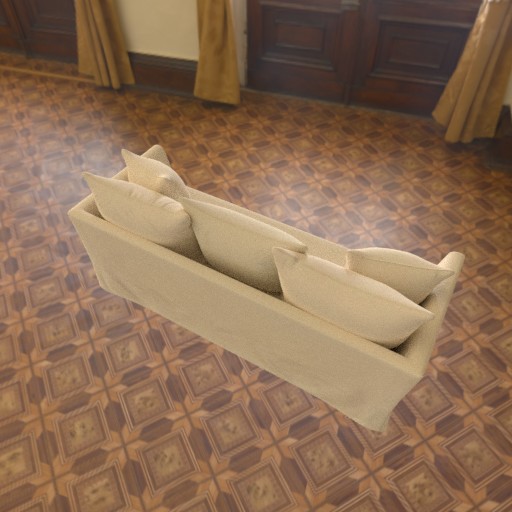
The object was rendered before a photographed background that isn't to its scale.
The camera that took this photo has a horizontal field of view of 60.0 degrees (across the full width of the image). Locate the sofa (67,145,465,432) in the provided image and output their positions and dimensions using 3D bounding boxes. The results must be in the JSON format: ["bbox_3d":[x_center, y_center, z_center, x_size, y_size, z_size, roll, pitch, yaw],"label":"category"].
[{"bbox_3d":[0.000,0.000,3.082,2.484,1.042,1.030,23,51,20],"label":"sofa"}]
